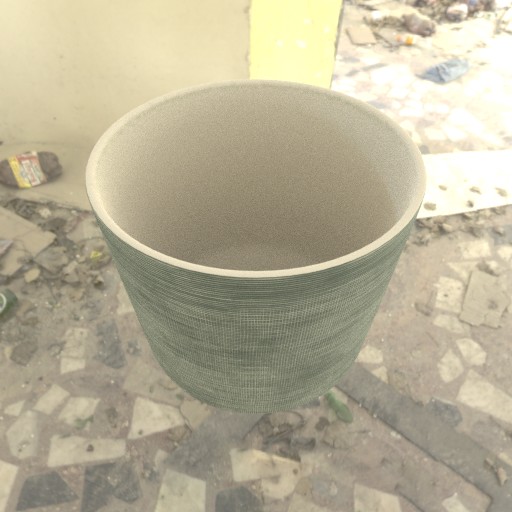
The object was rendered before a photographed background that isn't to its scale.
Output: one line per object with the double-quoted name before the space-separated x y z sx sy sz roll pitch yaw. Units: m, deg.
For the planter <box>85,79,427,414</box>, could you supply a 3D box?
"planter" 0.000 0.000 0.733 0.440 0.398 0.440 0 46 0
